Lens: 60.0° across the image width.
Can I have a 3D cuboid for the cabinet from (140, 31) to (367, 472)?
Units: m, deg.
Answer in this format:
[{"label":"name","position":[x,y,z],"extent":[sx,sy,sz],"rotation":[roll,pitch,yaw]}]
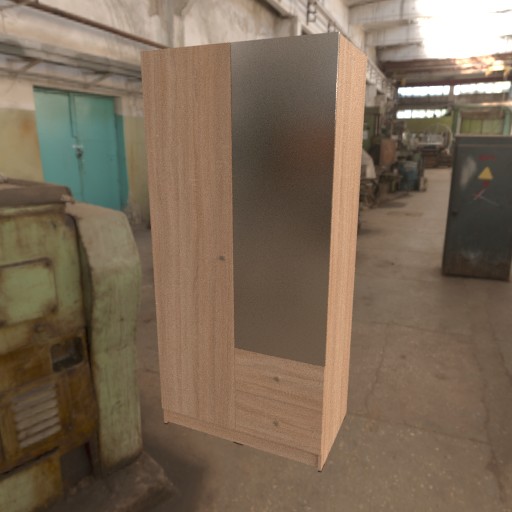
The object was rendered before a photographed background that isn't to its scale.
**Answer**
[{"label":"cabinet","position":[0.000,0.000,2.505],"extent":[1.001,2.121,0.590],"rotation":[7,16,24]}]
